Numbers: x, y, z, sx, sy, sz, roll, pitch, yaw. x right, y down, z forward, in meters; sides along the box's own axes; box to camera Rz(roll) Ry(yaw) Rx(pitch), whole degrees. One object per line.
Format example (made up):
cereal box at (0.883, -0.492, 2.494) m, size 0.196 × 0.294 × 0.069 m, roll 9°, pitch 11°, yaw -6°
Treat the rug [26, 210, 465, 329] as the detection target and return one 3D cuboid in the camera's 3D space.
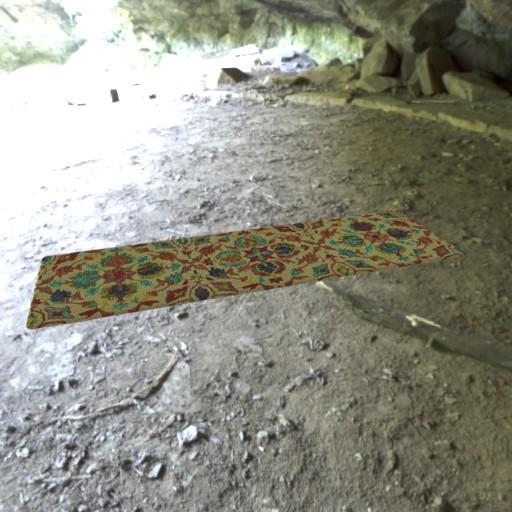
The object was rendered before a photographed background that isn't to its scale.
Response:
rug at (0.000, 0.000, 2.472) m, size 2.273 × 0.016 × 0.693 m, roll -8°, pitch 29°, yaw -15°
